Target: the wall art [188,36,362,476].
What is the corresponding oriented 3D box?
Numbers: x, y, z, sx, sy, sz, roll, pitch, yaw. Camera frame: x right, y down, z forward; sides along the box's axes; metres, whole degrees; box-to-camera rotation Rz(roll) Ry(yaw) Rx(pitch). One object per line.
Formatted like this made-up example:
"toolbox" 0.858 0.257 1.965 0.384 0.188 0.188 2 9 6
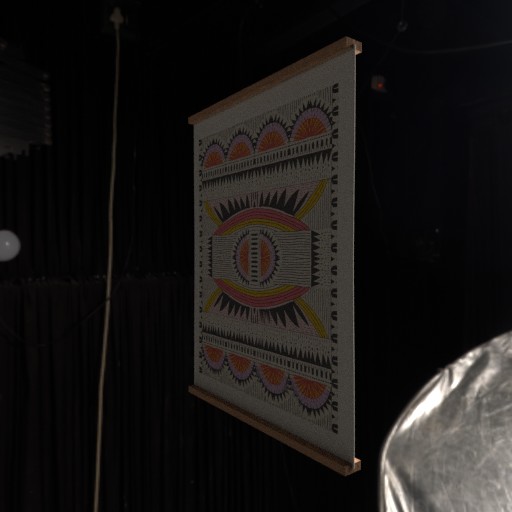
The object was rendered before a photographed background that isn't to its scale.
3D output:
"wall art" 0.000 0.000 0.700 0.028 0.527 0.403 0 1 -36
